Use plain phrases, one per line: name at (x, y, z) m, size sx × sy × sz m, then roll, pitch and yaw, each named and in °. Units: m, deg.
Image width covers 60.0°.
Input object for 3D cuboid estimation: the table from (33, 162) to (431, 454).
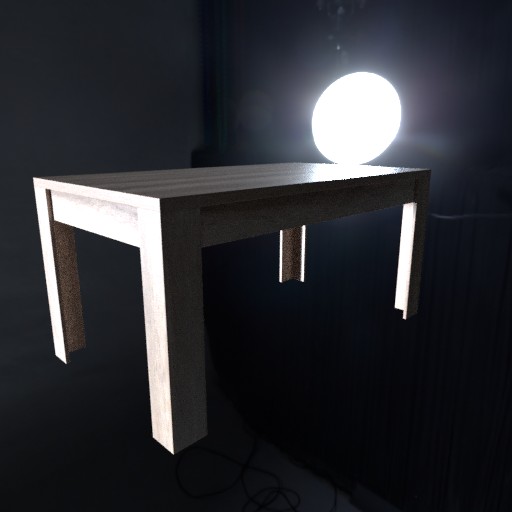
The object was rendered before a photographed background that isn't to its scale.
table at (0.000, 0.000, 2.096) m, size 1.600 × 0.775 × 0.900 m, roll -14°, pitch 21°, yaw -43°
